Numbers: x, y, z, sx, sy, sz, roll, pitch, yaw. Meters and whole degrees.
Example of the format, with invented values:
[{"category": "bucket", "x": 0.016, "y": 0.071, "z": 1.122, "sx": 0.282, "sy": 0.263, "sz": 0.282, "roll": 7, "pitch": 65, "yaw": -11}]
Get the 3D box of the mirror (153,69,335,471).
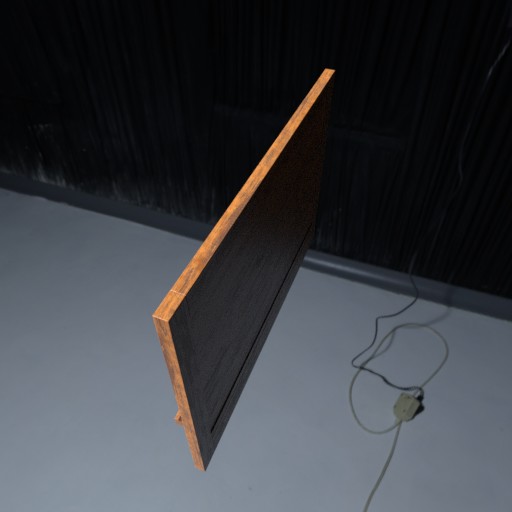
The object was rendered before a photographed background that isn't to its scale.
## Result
[{"category": "mirror", "x": 0.000, "y": 0.000, "z": 0.982, "sx": 0.084, "sy": 0.537, "sz": 0.758, "roll": 17, "pitch": 49, "yaw": 15}]
